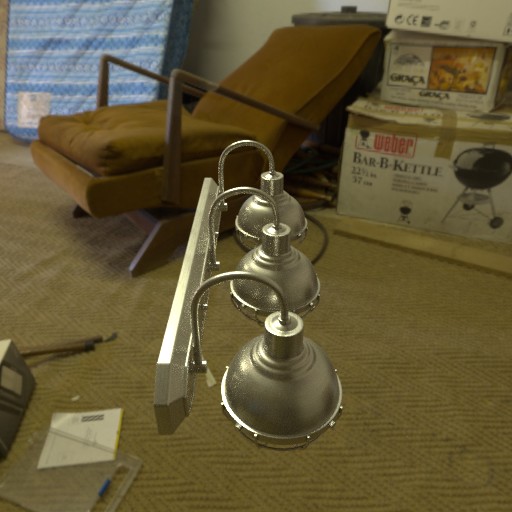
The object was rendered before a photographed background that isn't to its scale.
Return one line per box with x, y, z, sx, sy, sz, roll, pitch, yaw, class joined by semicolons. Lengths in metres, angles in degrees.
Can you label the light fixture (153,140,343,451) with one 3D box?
0.000;0.000;0.760;0.229;0.254;0.634;0;32;0;light fixture
